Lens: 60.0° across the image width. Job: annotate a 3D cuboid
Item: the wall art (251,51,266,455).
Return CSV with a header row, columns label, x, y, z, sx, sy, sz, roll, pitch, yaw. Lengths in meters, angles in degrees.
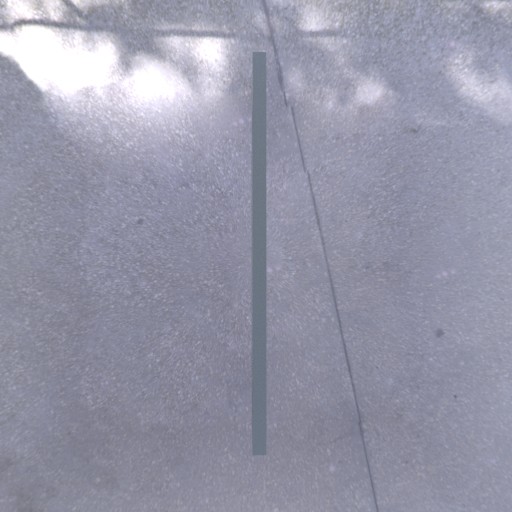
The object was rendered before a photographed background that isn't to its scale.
label,x,y,z,sx,sy,sz,roll,pitch,yaw
wall art,0.000,0.000,0.677,0.013,0.529,0.376,0,89,-1
